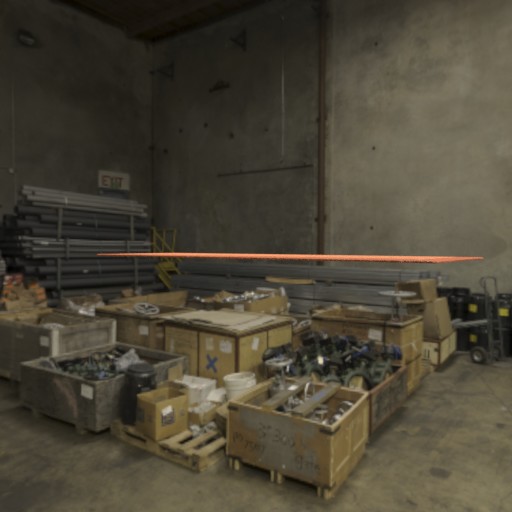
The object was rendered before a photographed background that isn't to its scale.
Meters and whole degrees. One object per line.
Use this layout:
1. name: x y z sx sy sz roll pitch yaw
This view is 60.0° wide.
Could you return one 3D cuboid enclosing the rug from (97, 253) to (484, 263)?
1. rug: 0.000 0.000 2.765 2.471 0.013 0.914 1 1 36
